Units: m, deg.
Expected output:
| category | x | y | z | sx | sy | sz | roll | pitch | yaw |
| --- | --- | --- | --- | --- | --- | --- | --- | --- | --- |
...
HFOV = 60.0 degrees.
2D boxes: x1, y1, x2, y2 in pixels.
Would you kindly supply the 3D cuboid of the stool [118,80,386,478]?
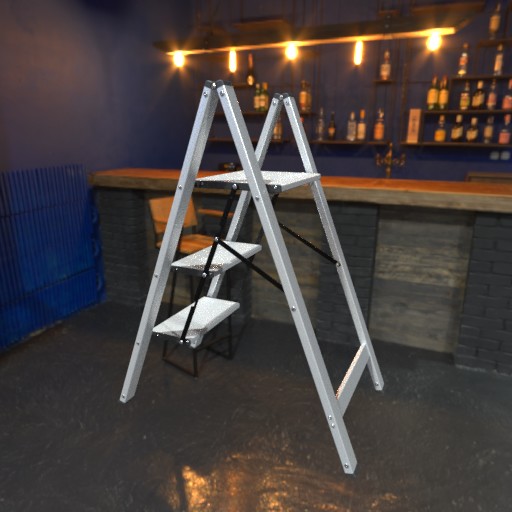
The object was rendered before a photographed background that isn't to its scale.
| category | x | y | z | sx | sy | sz | roll | pitch | yaw |
| --- | --- | --- | --- | --- | --- | --- | --- | --- | --- |
| stool | 0.000 | 0.000 | 1.270 | 0.730 | 0.902 | 0.441 | 7 | 17 | 24 |
